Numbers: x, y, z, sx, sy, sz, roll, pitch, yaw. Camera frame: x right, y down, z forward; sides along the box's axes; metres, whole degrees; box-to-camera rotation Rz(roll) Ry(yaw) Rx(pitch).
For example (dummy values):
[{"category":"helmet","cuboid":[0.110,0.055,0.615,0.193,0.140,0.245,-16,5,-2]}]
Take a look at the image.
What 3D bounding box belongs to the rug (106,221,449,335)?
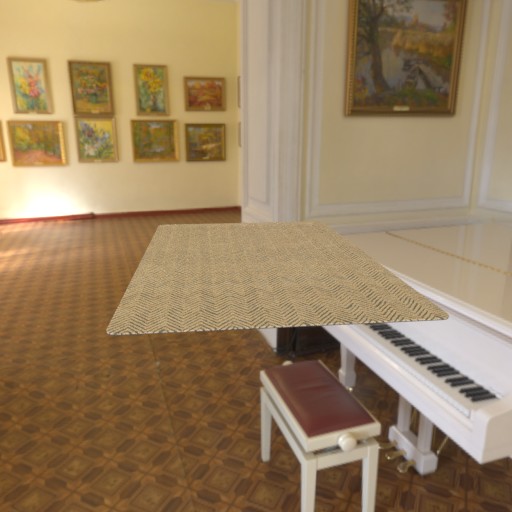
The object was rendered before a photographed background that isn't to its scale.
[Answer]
[{"category":"rug","cuboid":[0.000,0.000,2.273,1.144,0.008,1.752,-2,15,-6]}]
